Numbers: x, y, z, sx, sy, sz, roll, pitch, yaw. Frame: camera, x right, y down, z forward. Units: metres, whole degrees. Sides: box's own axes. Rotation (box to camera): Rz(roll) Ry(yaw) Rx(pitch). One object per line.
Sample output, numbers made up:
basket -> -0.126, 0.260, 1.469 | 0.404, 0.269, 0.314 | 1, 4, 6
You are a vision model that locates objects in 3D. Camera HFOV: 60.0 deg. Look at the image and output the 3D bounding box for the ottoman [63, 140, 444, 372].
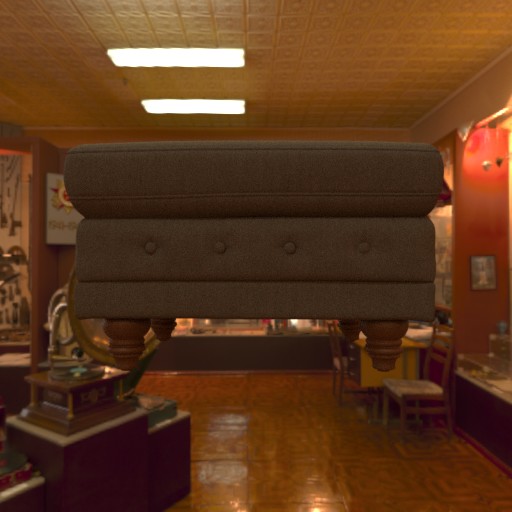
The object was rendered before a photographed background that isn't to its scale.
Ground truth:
ottoman -> 0.000, 0.000, 1.145 | 0.771, 0.500, 0.569 | 0, -1, 1
